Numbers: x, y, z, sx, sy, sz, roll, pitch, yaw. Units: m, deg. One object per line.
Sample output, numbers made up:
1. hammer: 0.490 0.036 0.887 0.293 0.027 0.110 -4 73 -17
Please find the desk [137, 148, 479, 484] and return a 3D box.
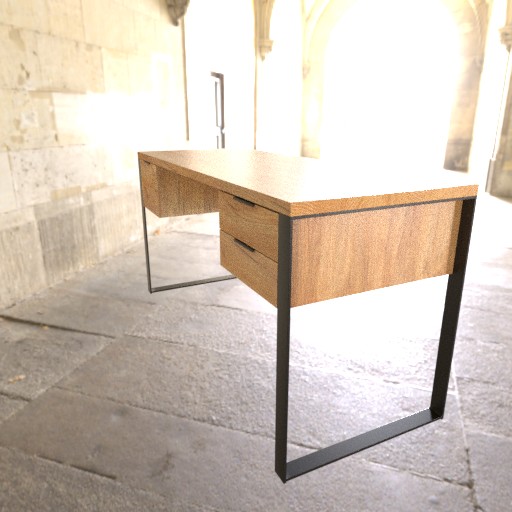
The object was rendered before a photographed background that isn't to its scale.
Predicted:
1. desk: 0.000 0.000 1.841 0.600 0.760 1.520 -9 20 -25
